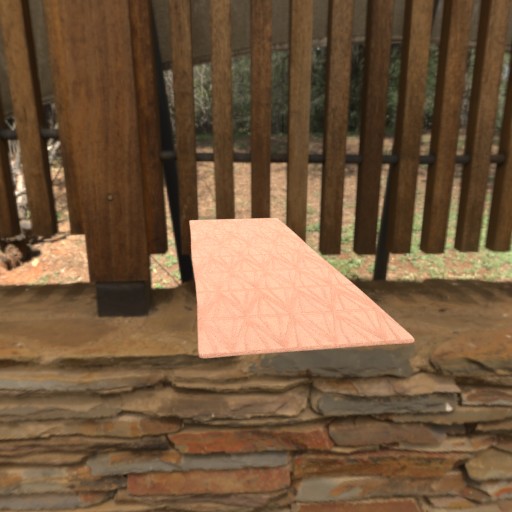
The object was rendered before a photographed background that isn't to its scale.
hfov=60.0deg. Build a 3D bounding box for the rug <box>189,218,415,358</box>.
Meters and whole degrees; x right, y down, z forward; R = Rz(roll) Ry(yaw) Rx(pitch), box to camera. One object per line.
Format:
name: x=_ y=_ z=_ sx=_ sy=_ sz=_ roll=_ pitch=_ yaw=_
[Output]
rug: x=0.000 y=0.000 z=2.643 sx=0.760 sy=0.015 sz=2.435 roll=-2 pitch=15 yaw=-9
